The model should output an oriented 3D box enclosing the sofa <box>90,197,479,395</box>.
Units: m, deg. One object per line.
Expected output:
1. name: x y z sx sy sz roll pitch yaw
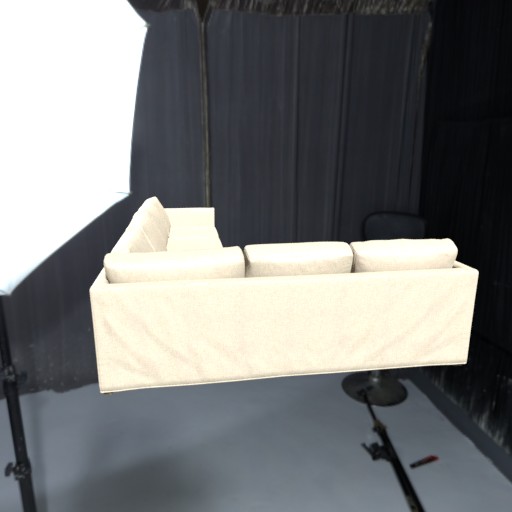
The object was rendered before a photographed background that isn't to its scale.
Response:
1. sofa: 0.000 0.000 4.246 2.432 0.871 3.182 -2 14 -9
